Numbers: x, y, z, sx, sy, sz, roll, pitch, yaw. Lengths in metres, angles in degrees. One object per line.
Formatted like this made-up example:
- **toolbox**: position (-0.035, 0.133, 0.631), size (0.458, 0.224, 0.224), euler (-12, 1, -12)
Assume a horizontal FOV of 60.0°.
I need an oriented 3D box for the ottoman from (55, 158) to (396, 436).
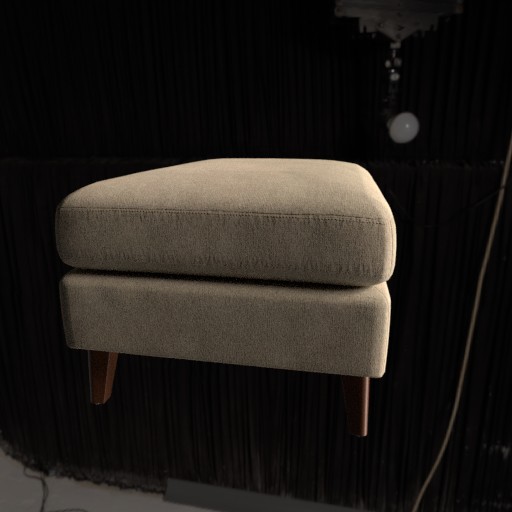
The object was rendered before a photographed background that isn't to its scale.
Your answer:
- **ottoman**: position (0.000, 0.000, 1.166), size (0.610, 0.478, 0.823), euler (3, 16, 11)
